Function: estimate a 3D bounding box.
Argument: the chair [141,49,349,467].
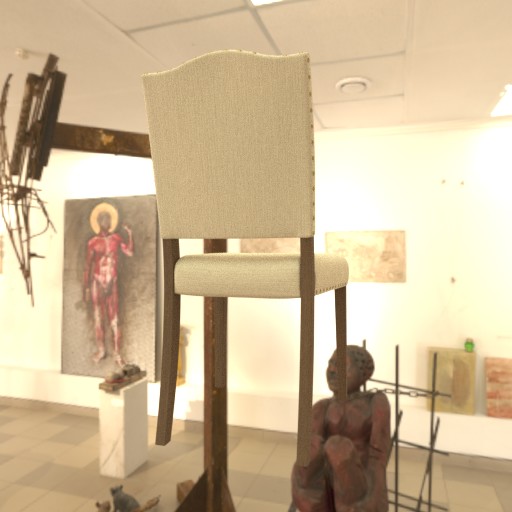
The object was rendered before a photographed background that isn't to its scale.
[{"bbox_3d":[0.000,0.000,1.363,0.508,1.015,0.619,0,1,17],"label":"chair"}]
